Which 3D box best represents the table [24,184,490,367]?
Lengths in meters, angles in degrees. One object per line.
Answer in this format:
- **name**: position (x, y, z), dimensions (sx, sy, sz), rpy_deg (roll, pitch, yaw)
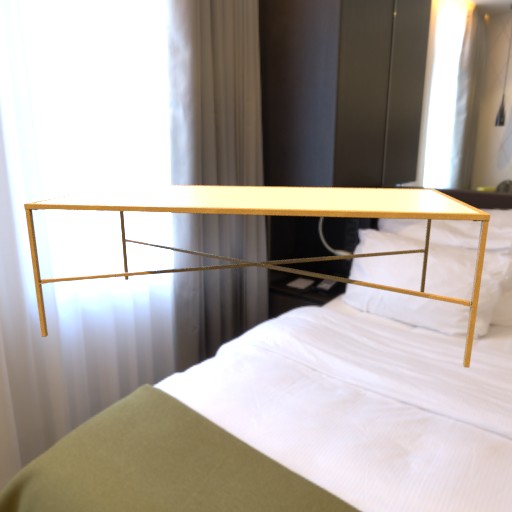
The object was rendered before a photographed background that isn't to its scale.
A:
- **table**: position (0.000, 0.000, 1.460), dimensions (1.206, 0.398, 0.580), rpy_deg (2, 15, 9)
